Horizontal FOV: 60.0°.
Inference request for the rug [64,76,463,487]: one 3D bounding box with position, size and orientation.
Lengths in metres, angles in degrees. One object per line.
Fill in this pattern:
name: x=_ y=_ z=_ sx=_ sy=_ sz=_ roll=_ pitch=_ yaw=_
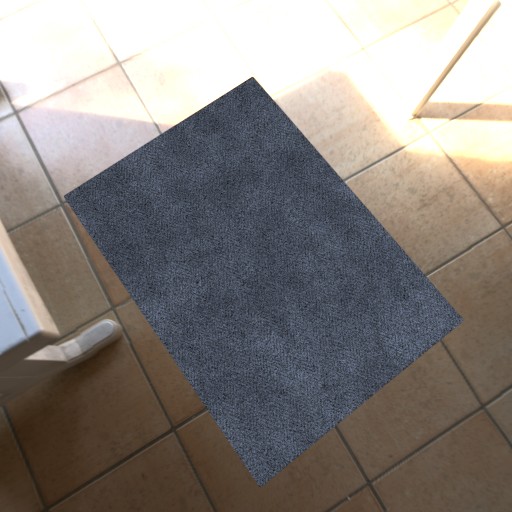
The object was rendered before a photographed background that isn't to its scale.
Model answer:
rug: x=0.000 y=0.000 z=2.898 sx=1.600 sy=0.008 sz=2.235 roll=-36 pitch=78 yaw=-9
